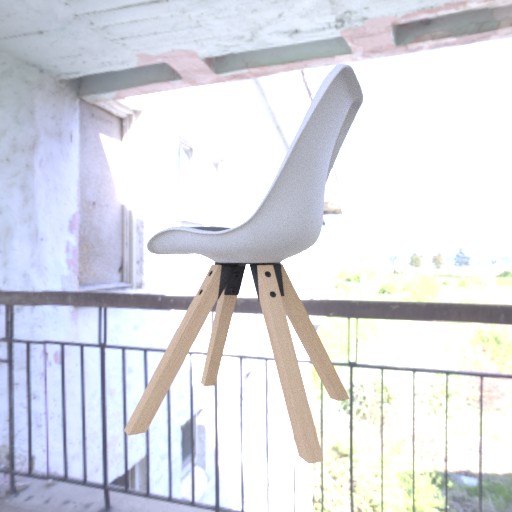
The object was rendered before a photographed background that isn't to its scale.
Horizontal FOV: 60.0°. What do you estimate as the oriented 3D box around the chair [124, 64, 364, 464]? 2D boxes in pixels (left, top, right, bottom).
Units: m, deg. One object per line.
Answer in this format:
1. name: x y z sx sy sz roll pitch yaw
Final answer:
1. chair: 0.000 0.000 1.174 0.550 0.850 0.485 0 0 19
